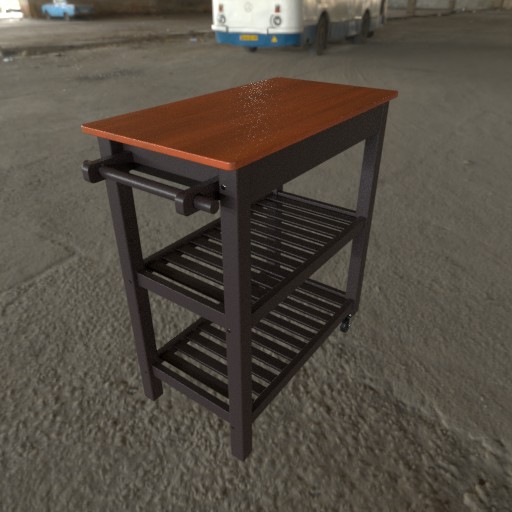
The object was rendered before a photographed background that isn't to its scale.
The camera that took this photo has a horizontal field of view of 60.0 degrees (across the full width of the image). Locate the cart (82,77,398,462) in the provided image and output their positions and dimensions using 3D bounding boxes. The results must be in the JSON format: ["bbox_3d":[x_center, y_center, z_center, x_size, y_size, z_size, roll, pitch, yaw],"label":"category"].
[{"bbox_3d":[0.000,0.000,1.426,0.457,0.927,0.899,20,36,30],"label":"cart"}]
